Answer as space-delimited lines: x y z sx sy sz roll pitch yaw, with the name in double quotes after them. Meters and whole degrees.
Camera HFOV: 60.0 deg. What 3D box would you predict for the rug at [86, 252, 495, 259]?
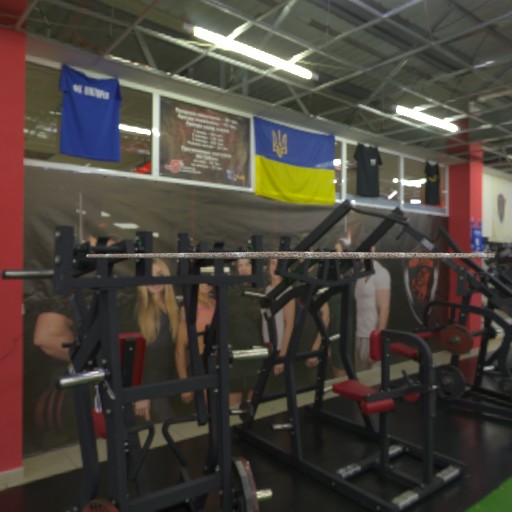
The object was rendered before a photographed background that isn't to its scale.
0.000 0.000 3.395 1.778 0.030 2.743 0 0 -36 "rug"
